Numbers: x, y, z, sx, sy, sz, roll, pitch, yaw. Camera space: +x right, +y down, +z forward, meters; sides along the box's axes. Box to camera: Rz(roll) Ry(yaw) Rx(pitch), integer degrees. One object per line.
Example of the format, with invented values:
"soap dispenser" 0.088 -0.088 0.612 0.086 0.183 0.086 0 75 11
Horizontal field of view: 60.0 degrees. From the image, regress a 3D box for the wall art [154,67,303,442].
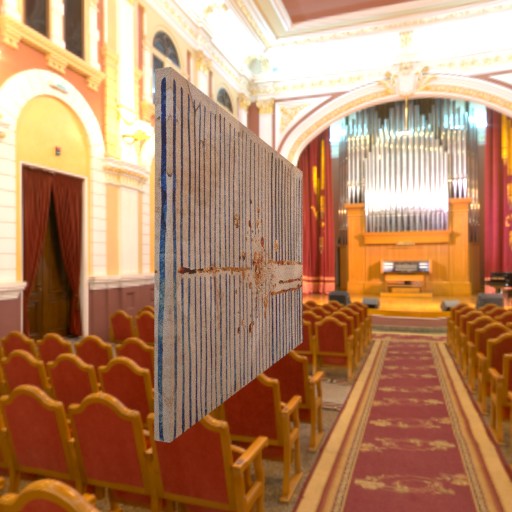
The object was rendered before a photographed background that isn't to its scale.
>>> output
"wall art" 0.000 0.000 1.155 0.030 0.609 0.919 0 0 19
